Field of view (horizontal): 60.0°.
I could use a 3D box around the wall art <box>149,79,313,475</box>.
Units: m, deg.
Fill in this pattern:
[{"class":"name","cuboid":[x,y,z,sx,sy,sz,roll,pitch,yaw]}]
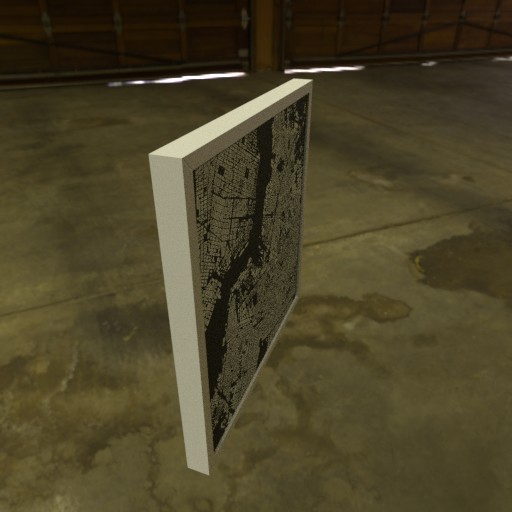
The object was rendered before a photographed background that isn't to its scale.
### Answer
[{"class":"wall art","cuboid":[0.000,0.000,0.771,0.038,0.506,0.506,11,32,18]}]
